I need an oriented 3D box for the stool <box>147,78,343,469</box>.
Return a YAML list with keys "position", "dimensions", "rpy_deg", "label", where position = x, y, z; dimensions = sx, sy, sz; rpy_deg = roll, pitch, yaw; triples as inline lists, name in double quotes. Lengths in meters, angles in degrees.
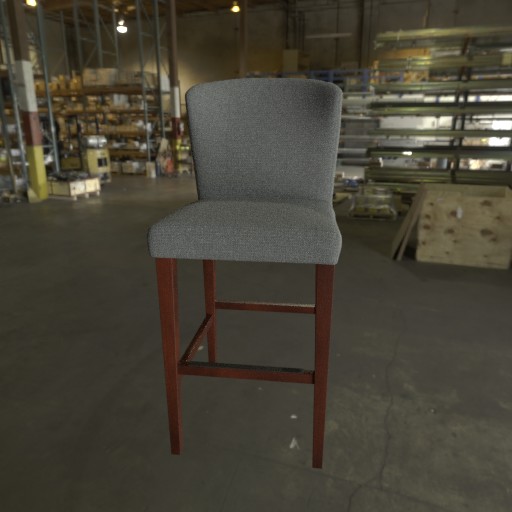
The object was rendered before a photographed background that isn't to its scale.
- position: [0.000, 0.000, 1.355]
  dimensions: [0.486, 1.069, 0.568]
  rpy_deg: [2, 16, 7]
  label: "stool"
